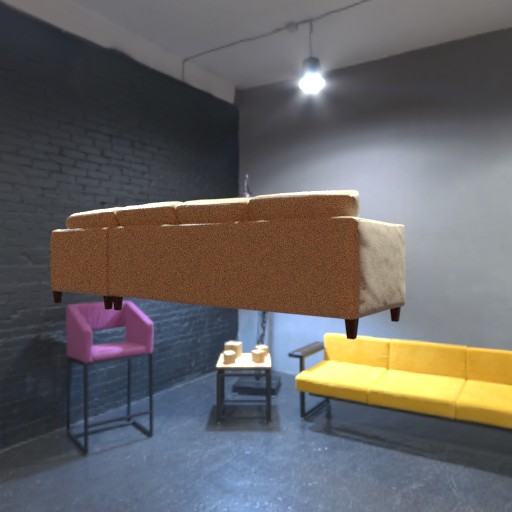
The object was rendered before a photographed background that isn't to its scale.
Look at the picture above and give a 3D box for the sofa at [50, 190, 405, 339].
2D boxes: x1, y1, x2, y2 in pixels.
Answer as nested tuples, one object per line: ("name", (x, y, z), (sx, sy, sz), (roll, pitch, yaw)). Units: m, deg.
("sofa", (0.000, 0.000, 4.539), (3.302, 0.947, 2.593), (0, 1, 35))
